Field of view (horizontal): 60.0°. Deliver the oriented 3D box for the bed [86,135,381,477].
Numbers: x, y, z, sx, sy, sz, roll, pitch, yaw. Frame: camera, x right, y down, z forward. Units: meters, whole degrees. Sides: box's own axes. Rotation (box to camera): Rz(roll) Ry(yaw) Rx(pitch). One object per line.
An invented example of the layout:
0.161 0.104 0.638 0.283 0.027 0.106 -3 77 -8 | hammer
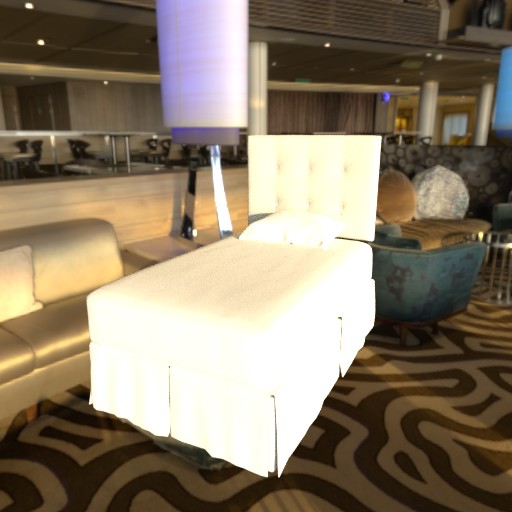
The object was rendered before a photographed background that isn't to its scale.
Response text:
0.000 0.000 2.993 1.261 1.571 1.997 8 17 27 | bed
